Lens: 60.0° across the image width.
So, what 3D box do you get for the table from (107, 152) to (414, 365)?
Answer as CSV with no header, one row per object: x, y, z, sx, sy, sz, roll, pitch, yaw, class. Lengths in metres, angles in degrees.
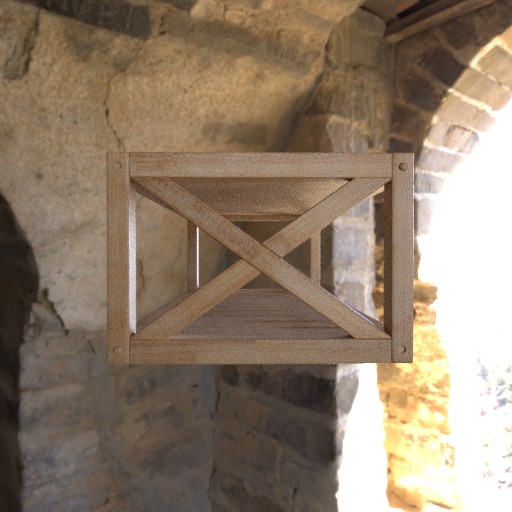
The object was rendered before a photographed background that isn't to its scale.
0.000,0.000,1.604,0.660,0.457,1.321,0,0,-1,table
